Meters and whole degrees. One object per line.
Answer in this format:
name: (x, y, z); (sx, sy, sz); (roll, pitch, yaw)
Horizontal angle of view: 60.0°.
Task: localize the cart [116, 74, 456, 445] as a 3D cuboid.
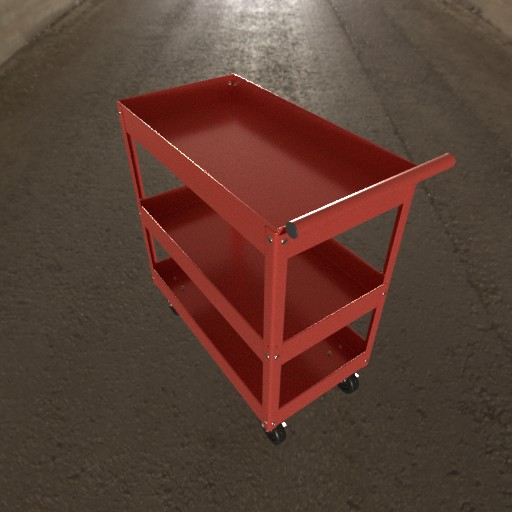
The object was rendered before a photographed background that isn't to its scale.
cart: (0.000, 0.000, 1.178); (0.366, 0.780, 0.719); (-25, 46, -26)
